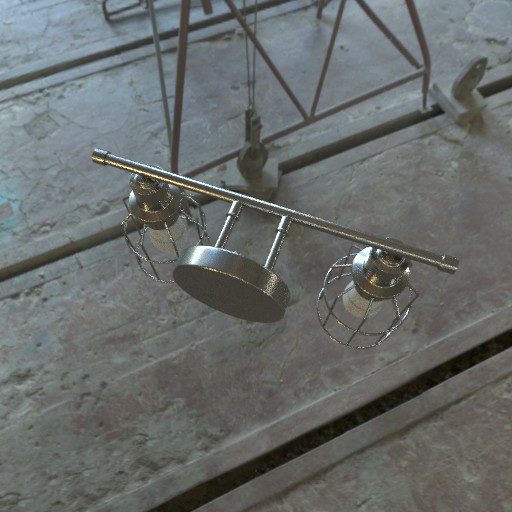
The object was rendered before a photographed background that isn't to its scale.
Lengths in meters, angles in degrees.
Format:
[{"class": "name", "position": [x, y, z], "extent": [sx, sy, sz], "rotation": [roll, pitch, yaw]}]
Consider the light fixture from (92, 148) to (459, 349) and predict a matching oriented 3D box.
[{"class": "light fixture", "position": [0.000, 0.000, 0.525], "extent": [0.406, 0.254, 0.165], "rotation": [18, 66, 9]}]
